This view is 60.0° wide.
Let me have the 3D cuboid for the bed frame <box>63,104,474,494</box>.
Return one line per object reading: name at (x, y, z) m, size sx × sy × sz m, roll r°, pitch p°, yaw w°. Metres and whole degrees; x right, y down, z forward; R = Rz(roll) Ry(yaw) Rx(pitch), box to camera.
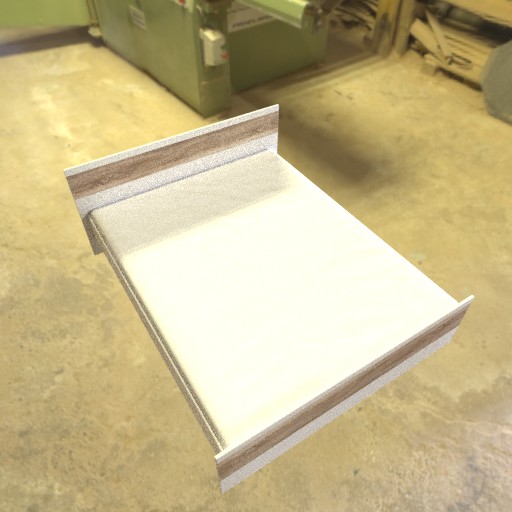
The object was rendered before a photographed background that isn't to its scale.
bed frame at (0.000, 0.000, 2.930) m, size 1.720 × 0.800 × 2.060 m, roll -24°, pitch 50°, yaw -22°
